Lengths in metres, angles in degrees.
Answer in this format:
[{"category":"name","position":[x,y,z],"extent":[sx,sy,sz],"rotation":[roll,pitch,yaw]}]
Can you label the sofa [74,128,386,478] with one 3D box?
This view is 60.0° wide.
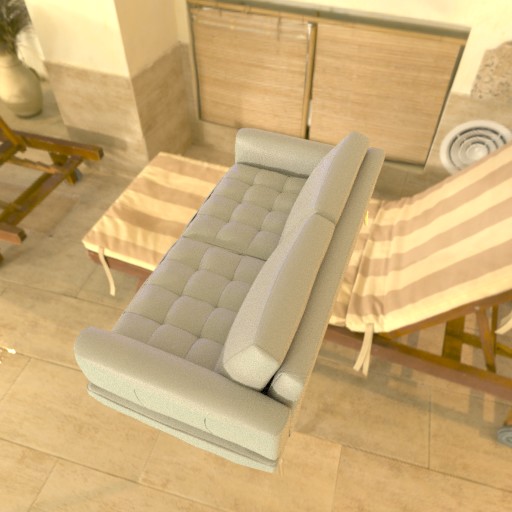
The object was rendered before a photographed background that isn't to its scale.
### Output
[{"category":"sofa","position":[0.000,0.000,2.707],"extent":[1.121,0.930,2.177],"rotation":[16,49,15]}]
